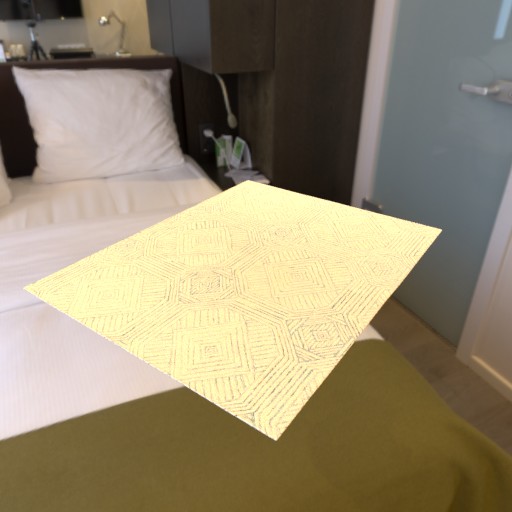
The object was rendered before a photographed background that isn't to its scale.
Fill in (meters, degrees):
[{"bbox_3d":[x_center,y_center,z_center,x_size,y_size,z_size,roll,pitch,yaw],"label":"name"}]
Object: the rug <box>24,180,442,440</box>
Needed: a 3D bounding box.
[{"bbox_3d":[0.000,0.000,4.034,2.457,0.015,3.049,20,35,30],"label":"rug"}]
